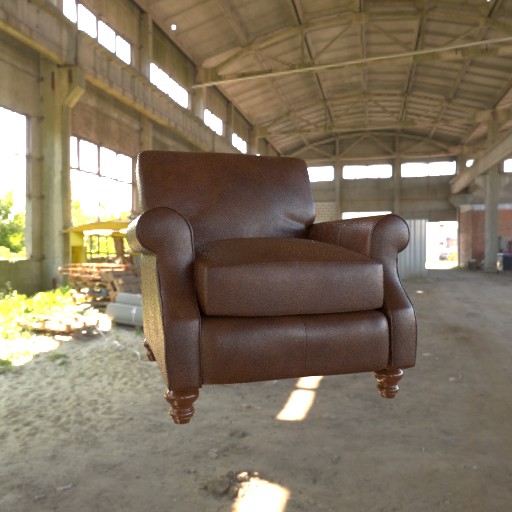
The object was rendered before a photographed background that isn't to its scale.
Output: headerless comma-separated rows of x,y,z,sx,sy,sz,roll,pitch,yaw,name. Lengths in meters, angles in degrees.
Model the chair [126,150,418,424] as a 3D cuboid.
0.000,0.000,1.780,0.989,0.972,0.992,0,0,-19,chair
